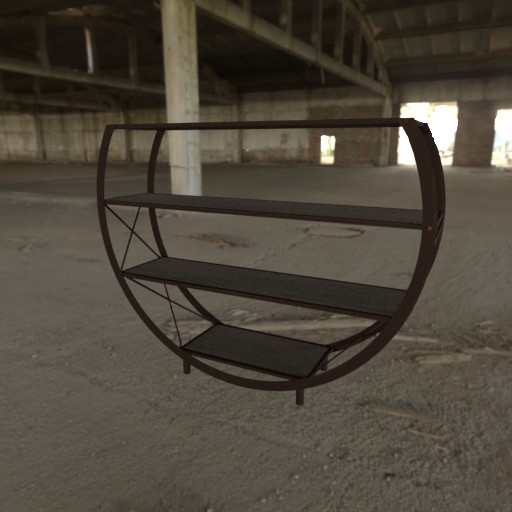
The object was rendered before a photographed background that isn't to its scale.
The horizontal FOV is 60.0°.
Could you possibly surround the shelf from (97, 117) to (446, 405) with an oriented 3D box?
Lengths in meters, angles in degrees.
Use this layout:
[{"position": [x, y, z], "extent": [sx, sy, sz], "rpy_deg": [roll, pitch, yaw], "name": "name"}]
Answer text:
[{"position": [0.000, 0.000, 1.851], "extent": [1.403, 1.063, 0.344], "rpy_deg": [7, 16, 26], "name": "shelf"}]
